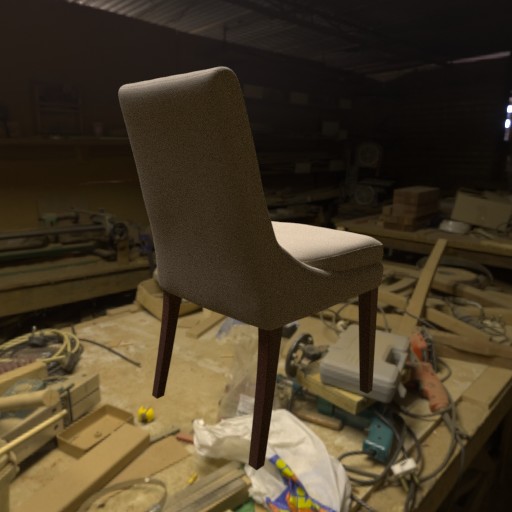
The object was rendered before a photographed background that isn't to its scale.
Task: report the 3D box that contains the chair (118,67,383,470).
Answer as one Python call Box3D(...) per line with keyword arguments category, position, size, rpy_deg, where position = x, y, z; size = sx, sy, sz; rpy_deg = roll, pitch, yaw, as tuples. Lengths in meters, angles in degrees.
Box3D(category="chair", position=(0.000, 0.000, 1.311), size=(0.638, 0.940, 0.515), rpy_deg=(-13, 19, -43))
